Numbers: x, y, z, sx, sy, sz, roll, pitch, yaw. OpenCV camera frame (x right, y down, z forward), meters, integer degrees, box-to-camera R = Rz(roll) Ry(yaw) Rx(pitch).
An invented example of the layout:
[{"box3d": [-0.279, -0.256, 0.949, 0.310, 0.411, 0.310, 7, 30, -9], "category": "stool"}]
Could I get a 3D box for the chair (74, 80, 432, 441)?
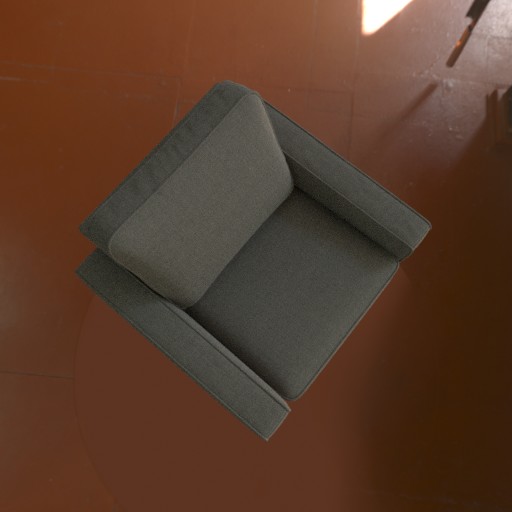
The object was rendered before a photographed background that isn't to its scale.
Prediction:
[{"box3d": [0.000, 0.000, 1.737, 0.940, 0.919, 1.017, 39, 80, 9], "category": "chair"}]
